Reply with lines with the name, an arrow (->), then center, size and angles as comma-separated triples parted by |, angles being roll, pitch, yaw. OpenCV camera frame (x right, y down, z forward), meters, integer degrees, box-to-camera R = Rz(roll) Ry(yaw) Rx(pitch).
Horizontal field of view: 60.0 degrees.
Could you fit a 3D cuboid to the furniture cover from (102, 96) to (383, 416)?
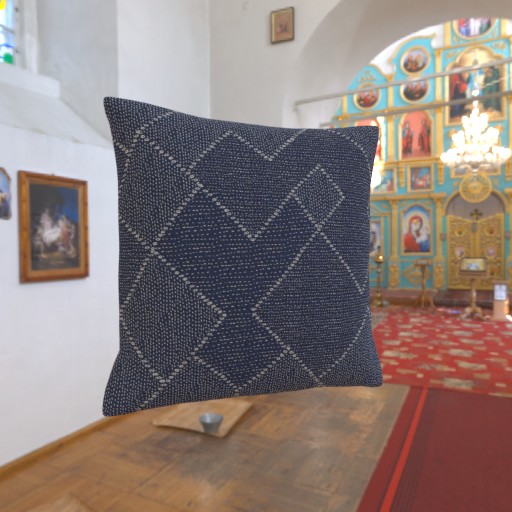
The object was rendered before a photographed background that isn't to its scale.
furniture cover -> 0.000, 0.000, 0.777 | 0.511, 0.503, 0.162 | 0, 1, -18
